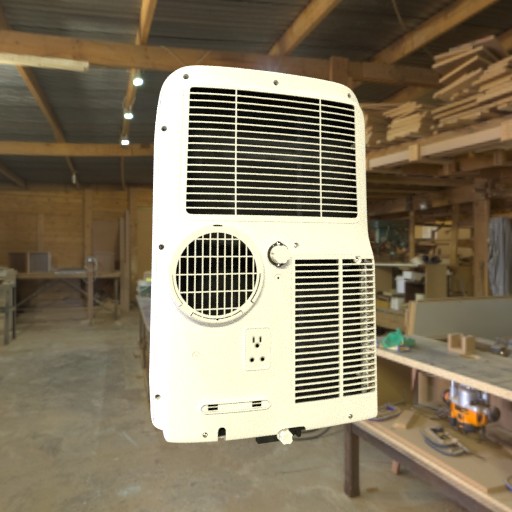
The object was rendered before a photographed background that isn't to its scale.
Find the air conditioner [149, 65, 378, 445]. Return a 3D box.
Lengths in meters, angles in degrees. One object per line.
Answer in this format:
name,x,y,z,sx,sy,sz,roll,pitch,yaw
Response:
air conditioner,0.000,0.000,0.956,0.454,0.700,0.365,0,1,-18
